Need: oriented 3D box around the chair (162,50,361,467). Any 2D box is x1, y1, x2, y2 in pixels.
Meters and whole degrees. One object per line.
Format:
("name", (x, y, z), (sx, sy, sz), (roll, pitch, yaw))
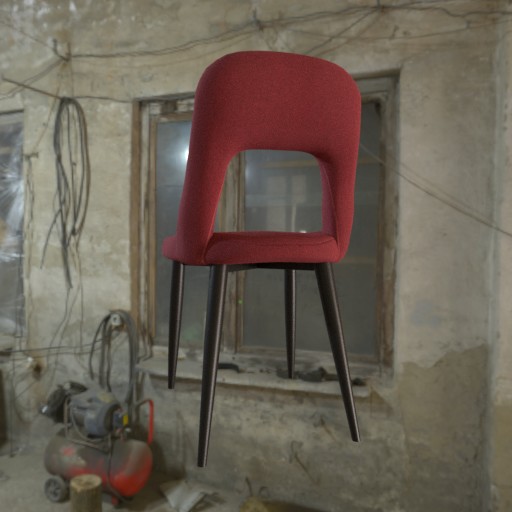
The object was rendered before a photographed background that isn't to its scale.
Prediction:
("chair", (0.000, 0.000, 1.220), (0.483, 0.892, 0.569), (-1, 2, -16))
